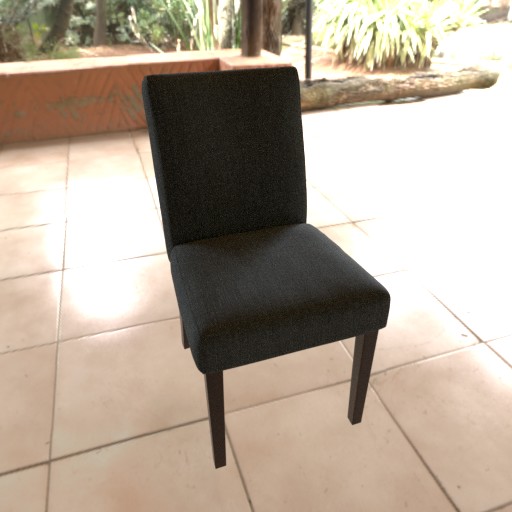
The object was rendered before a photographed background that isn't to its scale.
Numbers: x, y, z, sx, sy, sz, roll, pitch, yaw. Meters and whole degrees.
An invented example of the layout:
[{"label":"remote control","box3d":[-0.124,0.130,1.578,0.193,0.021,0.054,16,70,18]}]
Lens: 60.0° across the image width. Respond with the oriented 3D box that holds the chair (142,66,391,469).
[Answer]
[{"label":"chair","box3d":[0.000,0.000,1.233,0.487,0.884,0.629,-11,34,-16]}]
